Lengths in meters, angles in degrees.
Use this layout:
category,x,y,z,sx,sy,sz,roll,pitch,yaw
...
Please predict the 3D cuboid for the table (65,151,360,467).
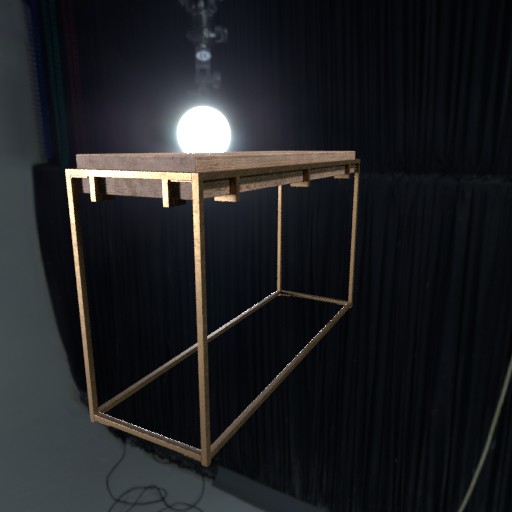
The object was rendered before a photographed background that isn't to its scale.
category,x,y,z,sx,sy,sz,roll,pitch,yaw
table,0.000,0.000,1.800,0.440,0.820,1.400,7,15,27
